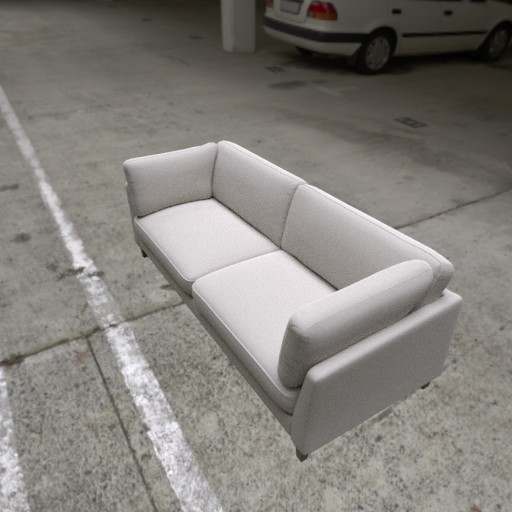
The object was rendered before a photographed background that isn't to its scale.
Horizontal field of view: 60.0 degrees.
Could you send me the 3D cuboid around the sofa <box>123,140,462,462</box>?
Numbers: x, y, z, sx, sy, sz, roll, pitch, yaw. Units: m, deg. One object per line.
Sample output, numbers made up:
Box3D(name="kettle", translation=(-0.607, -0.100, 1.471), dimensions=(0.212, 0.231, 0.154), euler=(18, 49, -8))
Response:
Box3D(name="sofa", translation=(0.000, 0.000, 2.799), dimensions=(0.957, 0.863, 2.301), euler=(-18, 36, -27))
